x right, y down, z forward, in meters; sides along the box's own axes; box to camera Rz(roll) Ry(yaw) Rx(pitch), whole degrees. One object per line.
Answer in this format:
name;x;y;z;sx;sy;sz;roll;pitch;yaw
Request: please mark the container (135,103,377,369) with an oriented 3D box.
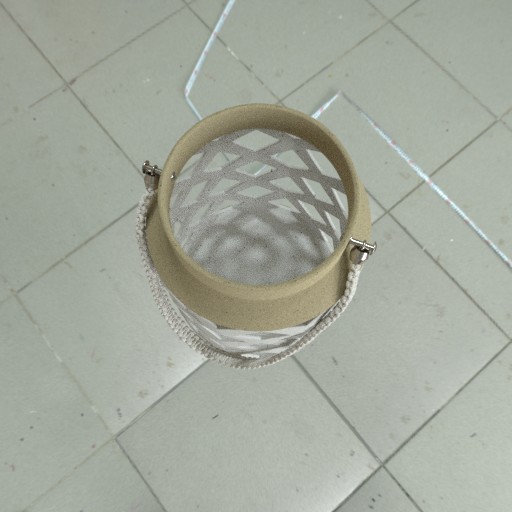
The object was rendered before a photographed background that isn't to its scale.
container;0.000;0.000;0.345;0.163;0.229;0.172;20;76;5
